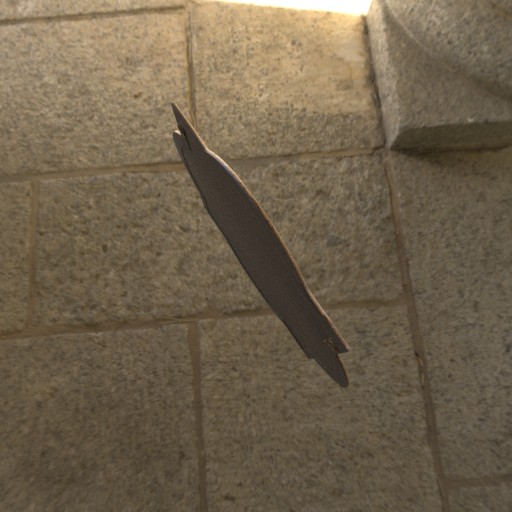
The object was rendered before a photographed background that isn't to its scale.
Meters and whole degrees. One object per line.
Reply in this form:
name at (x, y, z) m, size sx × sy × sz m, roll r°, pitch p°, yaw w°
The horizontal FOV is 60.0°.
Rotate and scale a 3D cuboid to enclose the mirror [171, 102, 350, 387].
mirror at (0.000, 0.000, 1.036) m, size 0.019 × 0.686 × 0.686 m, roll -33°, pitch 78°, yaw -8°
